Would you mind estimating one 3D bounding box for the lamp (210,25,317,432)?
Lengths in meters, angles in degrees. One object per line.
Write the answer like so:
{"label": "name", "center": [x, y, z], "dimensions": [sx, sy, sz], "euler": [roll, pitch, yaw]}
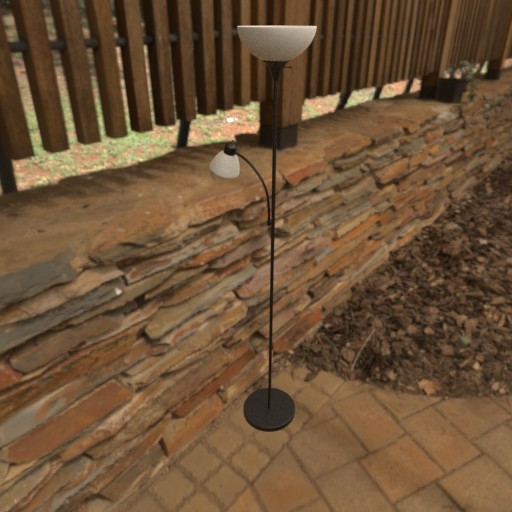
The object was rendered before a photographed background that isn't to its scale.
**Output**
{"label": "lamp", "center": [0.000, 0.000, 1.959], "dimensions": [0.442, 1.804, 0.279], "euler": [18, 33, 30]}
